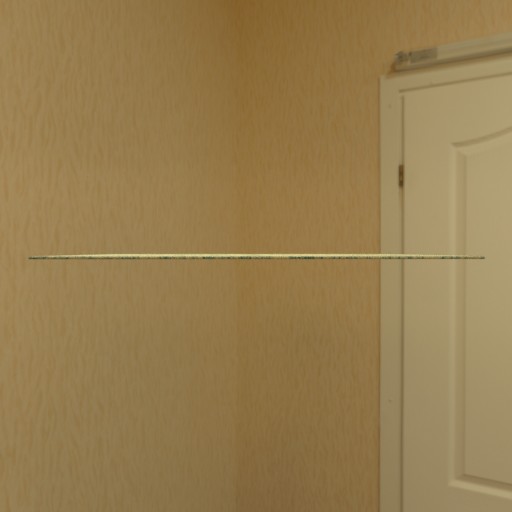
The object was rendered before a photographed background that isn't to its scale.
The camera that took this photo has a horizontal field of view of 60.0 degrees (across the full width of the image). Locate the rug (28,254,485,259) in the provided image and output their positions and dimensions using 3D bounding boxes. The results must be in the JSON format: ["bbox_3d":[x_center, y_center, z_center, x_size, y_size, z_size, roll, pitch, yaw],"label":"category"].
[{"bbox_3d":[0.000,0.000,3.114,2.439,0.015,1.524,0,1,-2],"label":"rug"}]
